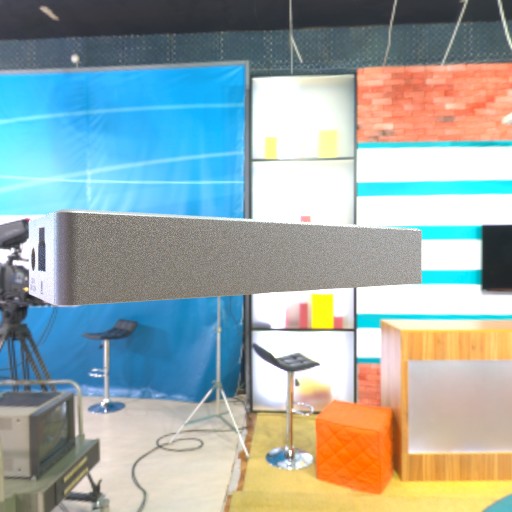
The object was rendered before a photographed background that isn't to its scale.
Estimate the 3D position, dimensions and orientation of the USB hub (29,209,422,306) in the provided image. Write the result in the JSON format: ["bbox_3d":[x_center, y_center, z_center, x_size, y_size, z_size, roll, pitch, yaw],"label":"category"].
[{"bbox_3d":[0.000,0.000,0.163,0.145,0.023,0.044,0,0,-35],"label":"USB hub"}]
